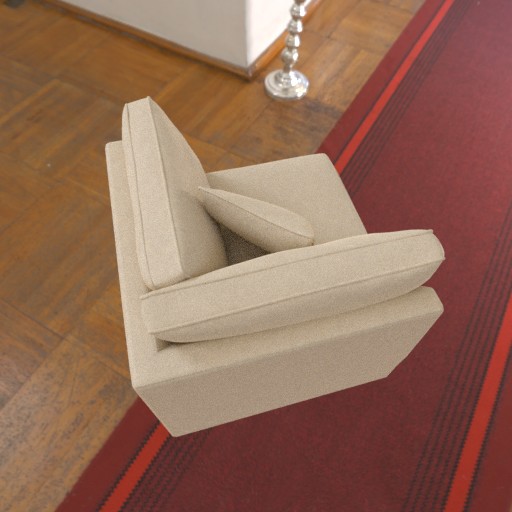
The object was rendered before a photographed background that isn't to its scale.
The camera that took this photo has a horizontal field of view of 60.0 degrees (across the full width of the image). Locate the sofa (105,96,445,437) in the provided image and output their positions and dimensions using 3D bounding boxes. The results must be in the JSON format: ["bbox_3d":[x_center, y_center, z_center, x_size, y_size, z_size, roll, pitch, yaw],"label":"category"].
[{"bbox_3d":[0.000,0.000,1.980,1.084,1.002,1.146,-13,58,-8],"label":"sofa"}]
